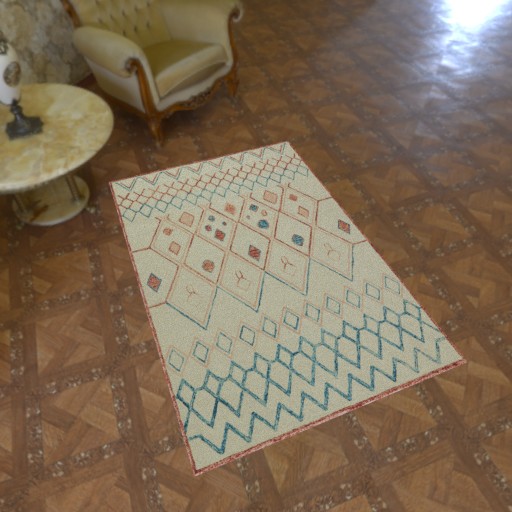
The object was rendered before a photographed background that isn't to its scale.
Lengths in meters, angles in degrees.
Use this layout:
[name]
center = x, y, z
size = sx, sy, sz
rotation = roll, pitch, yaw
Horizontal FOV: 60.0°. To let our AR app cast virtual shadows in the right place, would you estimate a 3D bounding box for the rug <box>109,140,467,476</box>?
[rug]
center = 0.000, 0.000, 2.323
size = 1.219, 0.016, 1.829
rotation = -17, 50, -15
